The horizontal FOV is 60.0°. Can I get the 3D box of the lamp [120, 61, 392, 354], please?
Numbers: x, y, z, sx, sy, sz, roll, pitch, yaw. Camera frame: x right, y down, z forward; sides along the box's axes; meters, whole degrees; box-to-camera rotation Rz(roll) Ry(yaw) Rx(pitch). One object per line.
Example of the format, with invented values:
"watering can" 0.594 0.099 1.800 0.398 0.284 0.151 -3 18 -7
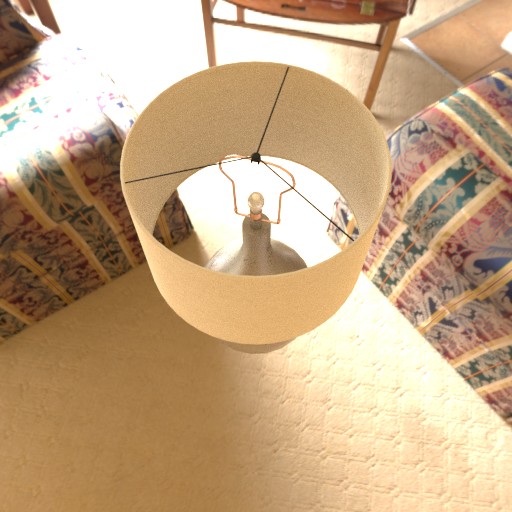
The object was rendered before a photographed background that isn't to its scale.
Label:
"lamp" 0.000 0.000 0.737 0.330 0.521 0.330 0 64 0
